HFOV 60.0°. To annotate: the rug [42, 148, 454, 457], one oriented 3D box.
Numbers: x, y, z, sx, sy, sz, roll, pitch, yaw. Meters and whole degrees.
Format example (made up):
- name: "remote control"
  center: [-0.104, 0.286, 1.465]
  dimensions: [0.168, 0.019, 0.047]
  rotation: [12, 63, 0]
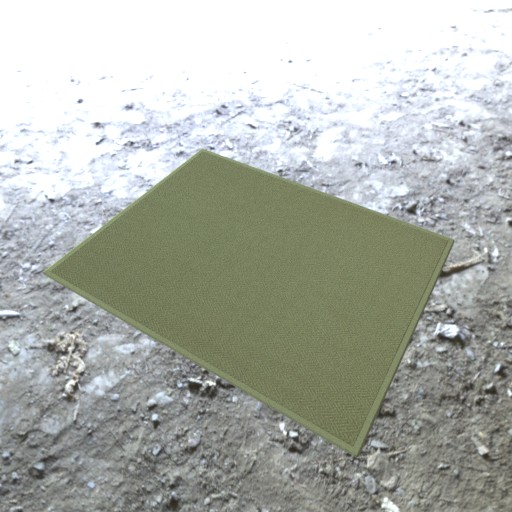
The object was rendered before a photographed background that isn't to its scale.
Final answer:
- name: "rug"
  center: [0.000, 0.000, 4.142]
  dimensions: [3.051, 0.020, 2.407]
  rotation: [24, 51, 22]
